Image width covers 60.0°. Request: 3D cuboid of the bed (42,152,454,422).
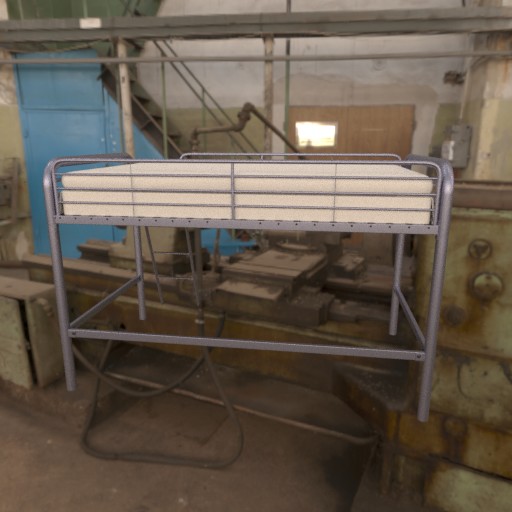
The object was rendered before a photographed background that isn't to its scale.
[{"bbox_3d":[0.000,0.000,2.876,1.965,1.288,1.415,2,15,8],"label":"bed"}]
